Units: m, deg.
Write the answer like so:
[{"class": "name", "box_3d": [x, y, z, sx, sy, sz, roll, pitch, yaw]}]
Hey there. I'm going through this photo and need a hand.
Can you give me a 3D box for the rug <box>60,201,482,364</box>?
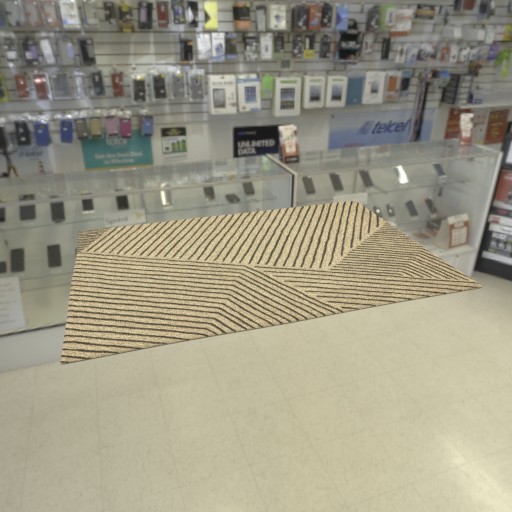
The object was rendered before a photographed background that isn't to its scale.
[{"class": "rug", "box_3d": [0.000, 0.000, 2.348, 1.842, 0.019, 1.237, -8, 28, -15]}]
